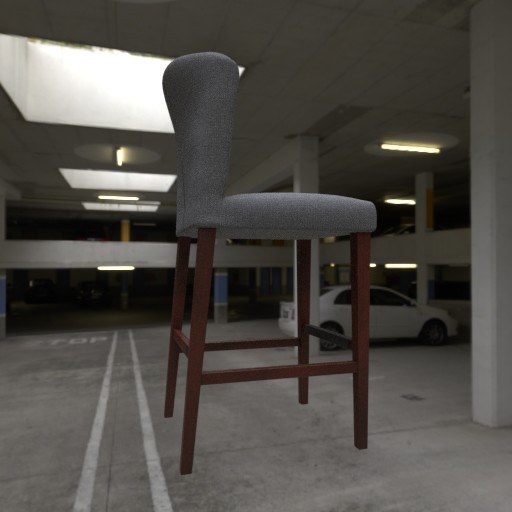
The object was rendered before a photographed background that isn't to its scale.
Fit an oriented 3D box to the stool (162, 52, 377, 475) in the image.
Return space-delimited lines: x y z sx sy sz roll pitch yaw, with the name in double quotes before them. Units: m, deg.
"stool" 0.000 0.000 1.360 0.568 1.069 0.486 0 -1 -17
